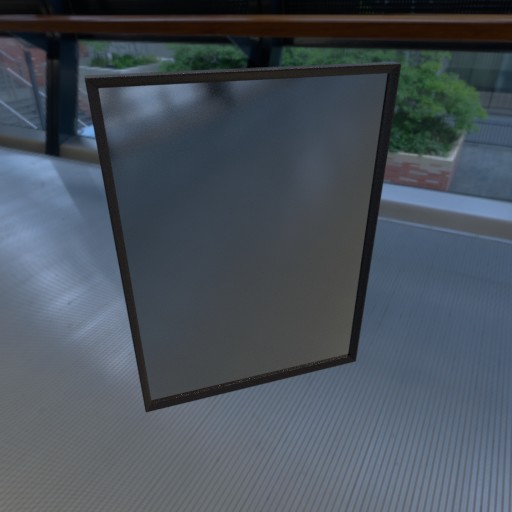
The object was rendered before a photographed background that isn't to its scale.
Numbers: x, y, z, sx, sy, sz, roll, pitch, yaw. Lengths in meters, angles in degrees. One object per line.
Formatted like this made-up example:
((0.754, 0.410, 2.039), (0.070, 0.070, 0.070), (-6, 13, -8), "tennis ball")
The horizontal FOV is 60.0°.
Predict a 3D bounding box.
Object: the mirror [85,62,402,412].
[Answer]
((0.000, 0.000, 1.294), (0.762, 1.016, 0.041), (-9, 32, -15), "mirror")
